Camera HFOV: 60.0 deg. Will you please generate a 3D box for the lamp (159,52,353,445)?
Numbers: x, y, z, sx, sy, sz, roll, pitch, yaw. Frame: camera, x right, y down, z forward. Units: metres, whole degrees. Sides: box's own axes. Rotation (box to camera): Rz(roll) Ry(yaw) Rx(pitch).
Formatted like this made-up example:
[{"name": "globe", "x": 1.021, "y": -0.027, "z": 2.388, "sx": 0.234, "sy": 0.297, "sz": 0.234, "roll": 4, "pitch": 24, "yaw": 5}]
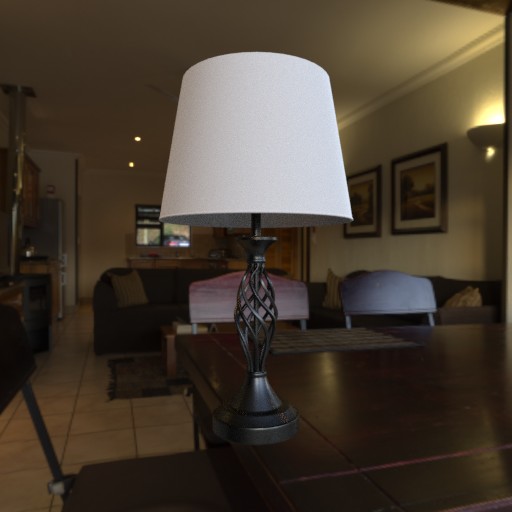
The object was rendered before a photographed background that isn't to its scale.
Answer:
[{"name": "lamp", "x": 0.000, "y": 0.000, "z": 0.771, "sx": 0.331, "sy": 0.594, "sz": 0.331, "roll": 0, "pitch": 0, "yaw": 0}]
